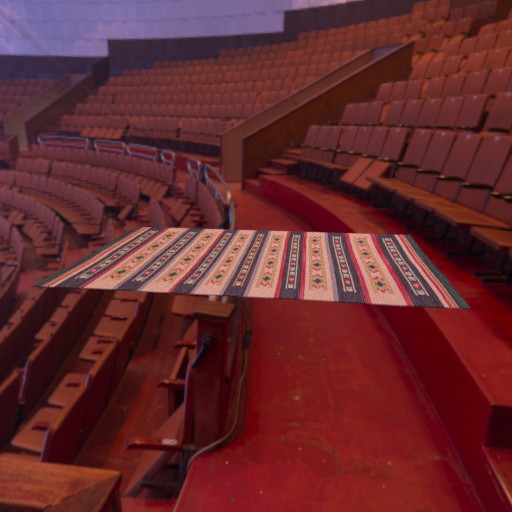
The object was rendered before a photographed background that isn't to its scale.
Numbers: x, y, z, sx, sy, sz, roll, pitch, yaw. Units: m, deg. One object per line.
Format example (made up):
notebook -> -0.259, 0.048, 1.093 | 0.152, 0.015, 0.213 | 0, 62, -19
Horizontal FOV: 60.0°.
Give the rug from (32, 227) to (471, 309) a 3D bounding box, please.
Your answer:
rug -> 0.000, 0.000, 3.017 | 2.311, 0.010, 1.522 | 2, 16, 7
